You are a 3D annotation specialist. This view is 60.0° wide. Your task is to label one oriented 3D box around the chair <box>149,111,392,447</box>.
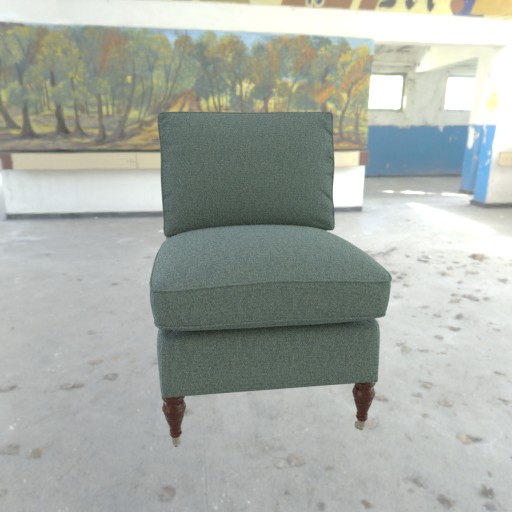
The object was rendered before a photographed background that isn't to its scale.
[{"bbox_3d":[0.000,0.000,1.435,0.624,0.901,0.796,-2,17,-7],"label":"chair"}]
